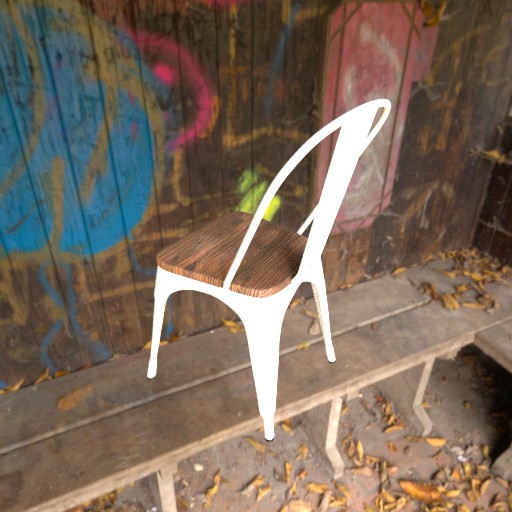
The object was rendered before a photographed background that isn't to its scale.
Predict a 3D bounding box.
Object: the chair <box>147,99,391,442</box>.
[{"bbox_3d":[0.000,0.000,1.185,0.521,0.851,0.452,21,37,30],"label":"chair"}]
